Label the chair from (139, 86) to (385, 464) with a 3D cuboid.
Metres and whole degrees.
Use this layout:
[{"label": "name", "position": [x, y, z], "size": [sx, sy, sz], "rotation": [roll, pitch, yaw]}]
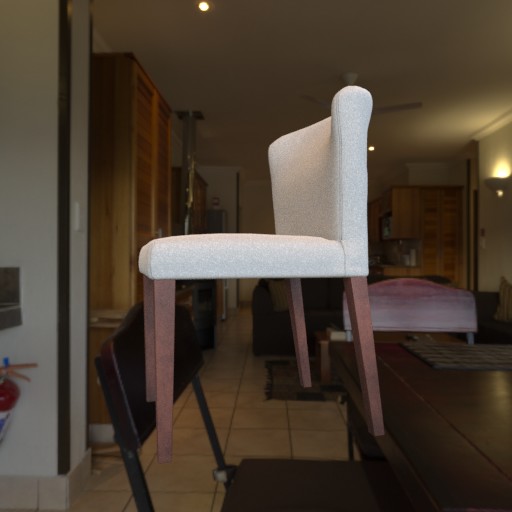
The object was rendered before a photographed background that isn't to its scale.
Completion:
[{"label": "chair", "position": [0.000, 0.000, 1.177], "size": [0.592, 0.839, 0.491], "rotation": [0, -1, -17]}]
